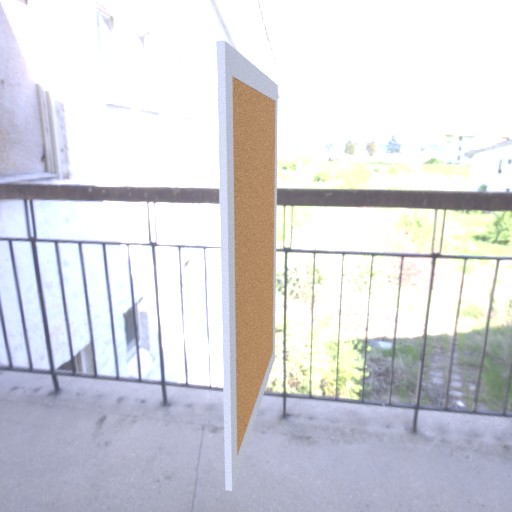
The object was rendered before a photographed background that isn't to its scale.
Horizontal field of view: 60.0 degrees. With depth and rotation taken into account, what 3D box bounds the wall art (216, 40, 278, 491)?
[{"bbox_3d":[0.000,0.000,0.839,0.011,0.659,0.454,3,15,11],"label":"wall art"}]
